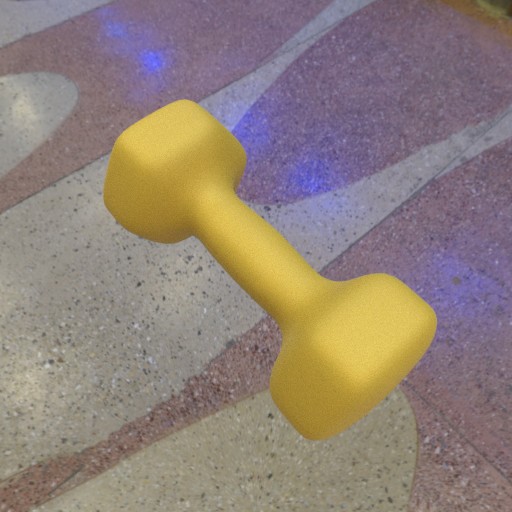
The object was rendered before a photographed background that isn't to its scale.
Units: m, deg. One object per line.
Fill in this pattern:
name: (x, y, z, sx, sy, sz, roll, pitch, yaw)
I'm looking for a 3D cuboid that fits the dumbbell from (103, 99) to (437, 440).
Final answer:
dumbbell: (0.000, 0.000, 0.239, 0.090, 0.082, 0.190, -36, 67, -19)
